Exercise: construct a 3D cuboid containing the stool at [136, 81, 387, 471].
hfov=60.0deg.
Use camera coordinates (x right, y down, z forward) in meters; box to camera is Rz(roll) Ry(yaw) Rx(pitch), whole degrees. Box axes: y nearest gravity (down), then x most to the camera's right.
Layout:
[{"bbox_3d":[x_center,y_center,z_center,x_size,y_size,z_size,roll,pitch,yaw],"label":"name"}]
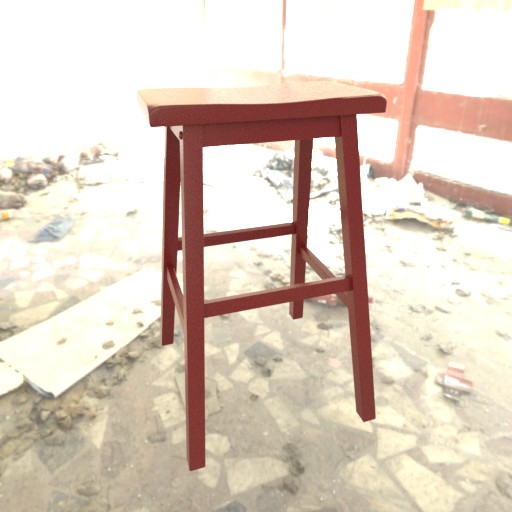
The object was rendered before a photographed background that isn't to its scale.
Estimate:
[{"bbox_3d":[0.000,0.000,1.046,0.457,0.737,0.476,-9,29,-16],"label":"stool"}]
